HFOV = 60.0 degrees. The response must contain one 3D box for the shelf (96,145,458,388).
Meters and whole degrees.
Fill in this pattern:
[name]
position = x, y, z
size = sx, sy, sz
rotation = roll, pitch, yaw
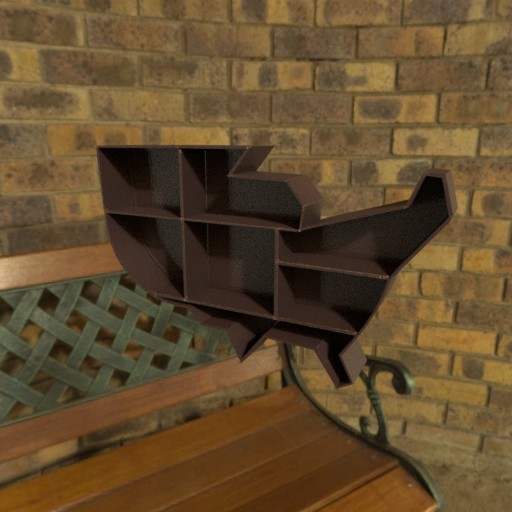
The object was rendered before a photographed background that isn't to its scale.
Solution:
[shelf]
position = 0.000, 0.000, 0.909
size = 0.729, 0.439, 0.112
rotation = 8, 17, 26
